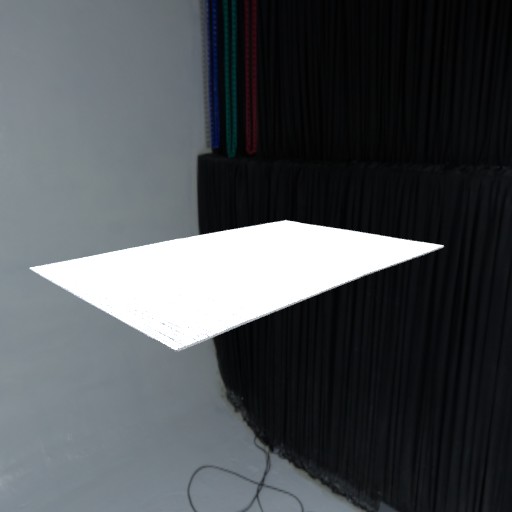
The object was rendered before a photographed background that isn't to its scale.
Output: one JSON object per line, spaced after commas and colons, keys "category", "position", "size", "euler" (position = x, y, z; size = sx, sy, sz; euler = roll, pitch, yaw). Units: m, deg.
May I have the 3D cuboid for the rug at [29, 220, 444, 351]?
{"category": "rug", "position": [0.000, 0.000, 2.216], "size": [1.773, 0.021, 1.149], "euler": [-14, 20, -43]}
